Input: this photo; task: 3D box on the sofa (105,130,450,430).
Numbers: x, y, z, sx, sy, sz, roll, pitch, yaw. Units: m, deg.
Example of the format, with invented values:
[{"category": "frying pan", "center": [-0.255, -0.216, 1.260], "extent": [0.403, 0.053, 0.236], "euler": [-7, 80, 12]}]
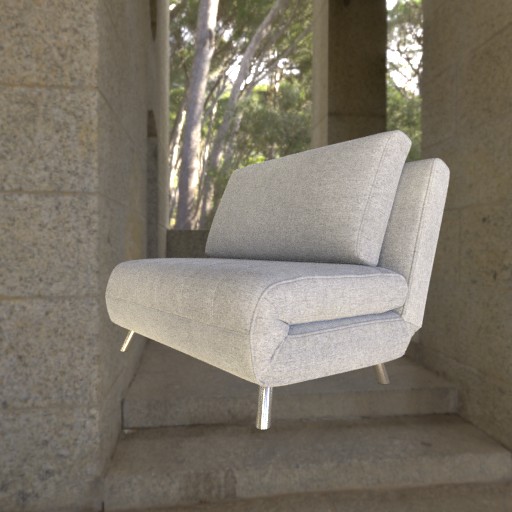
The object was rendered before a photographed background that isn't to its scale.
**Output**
[{"category": "sofa", "center": [0.000, 0.000, 1.872], "extent": [0.910, 0.910, 1.220], "euler": [-1, 2, -36]}]
